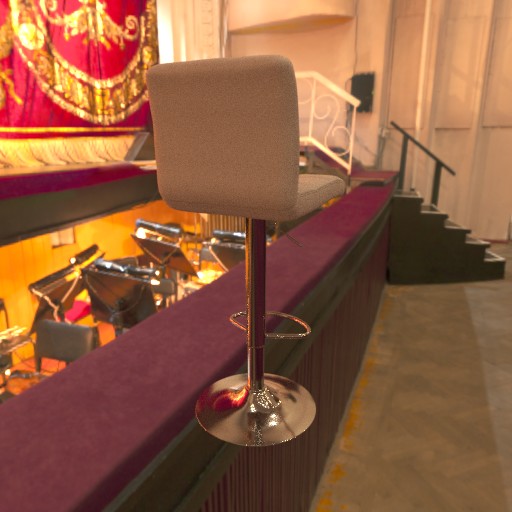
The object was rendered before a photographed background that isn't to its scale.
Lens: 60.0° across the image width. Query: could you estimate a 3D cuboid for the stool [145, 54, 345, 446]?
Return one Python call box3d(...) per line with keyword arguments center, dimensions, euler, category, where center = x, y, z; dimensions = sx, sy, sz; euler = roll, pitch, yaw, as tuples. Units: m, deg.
box3d(center=(0.000, 0.000, 1.424), dimensions=(0.430, 1.115, 0.505), euler=(8, 18, 26), category="stool")
